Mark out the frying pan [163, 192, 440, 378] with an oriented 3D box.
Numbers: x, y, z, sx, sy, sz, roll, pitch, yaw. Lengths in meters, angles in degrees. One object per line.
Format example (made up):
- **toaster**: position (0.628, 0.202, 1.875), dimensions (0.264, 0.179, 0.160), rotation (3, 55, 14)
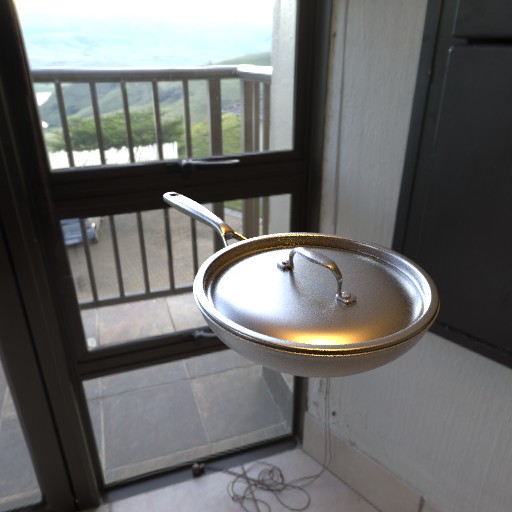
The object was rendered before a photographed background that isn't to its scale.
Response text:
- **frying pan**: position (0.000, 0.000, 0.590), dimensions (0.272, 0.086, 0.490), rotation (-18, 31, -33)
